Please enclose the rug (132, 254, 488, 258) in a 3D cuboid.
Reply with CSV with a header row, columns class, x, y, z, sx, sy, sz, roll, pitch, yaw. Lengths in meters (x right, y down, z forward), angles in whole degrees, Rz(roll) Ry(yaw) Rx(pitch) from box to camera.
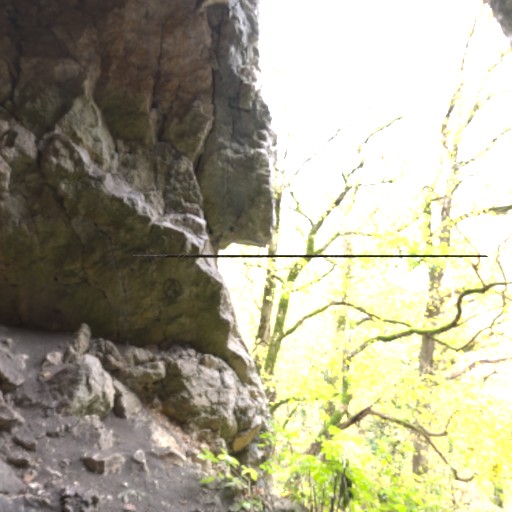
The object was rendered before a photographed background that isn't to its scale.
class,x,y,z,sx,sy,sz,roll,pitch,yaw
rug,0.000,0.000,3.051,1.541,0.012,2.457,0,0,-19
